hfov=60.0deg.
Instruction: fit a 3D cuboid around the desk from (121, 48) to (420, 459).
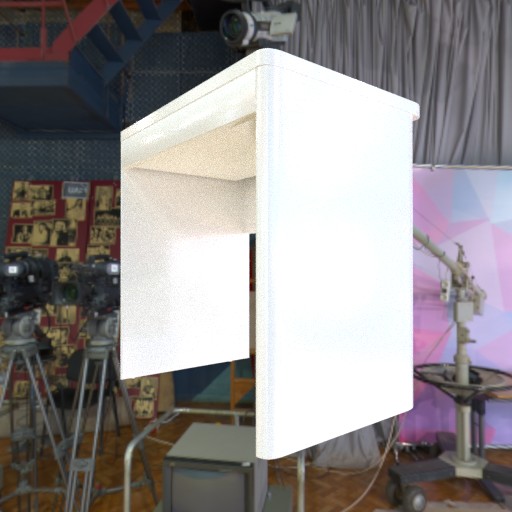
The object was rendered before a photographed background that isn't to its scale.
[{"bbox_3d":[0.000,0.000,1.311,0.549,0.800,0.762,0,0,-38],"label":"desk"}]
